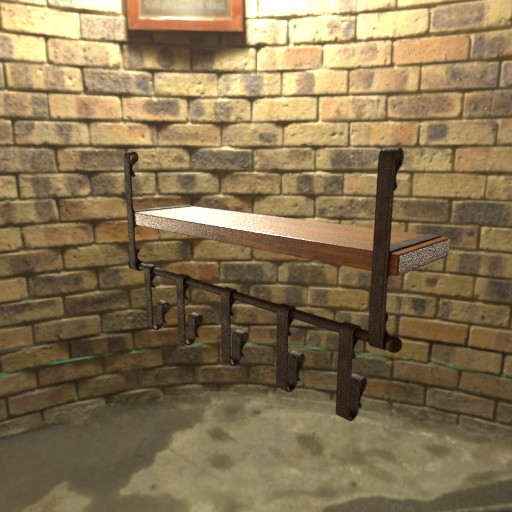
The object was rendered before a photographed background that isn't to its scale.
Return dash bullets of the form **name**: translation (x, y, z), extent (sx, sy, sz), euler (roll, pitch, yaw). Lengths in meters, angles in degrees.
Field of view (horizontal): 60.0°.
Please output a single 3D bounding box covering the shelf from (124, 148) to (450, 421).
- **shelf**: translation (0.000, 0.000, 0.714), extent (0.567, 0.330, 0.146), euler (12, 17, 43)
